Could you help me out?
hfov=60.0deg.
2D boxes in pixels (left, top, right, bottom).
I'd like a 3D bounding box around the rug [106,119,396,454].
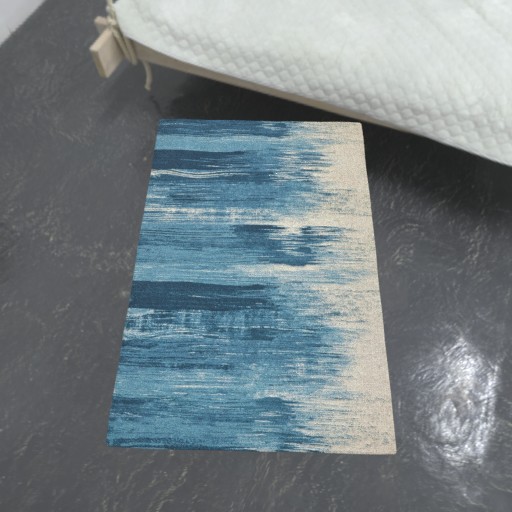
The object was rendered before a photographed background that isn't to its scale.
[{"bbox_3d":[0.000,0.000,2.269,1.232,0.009,1.836,1,63,1],"label":"rug"}]
